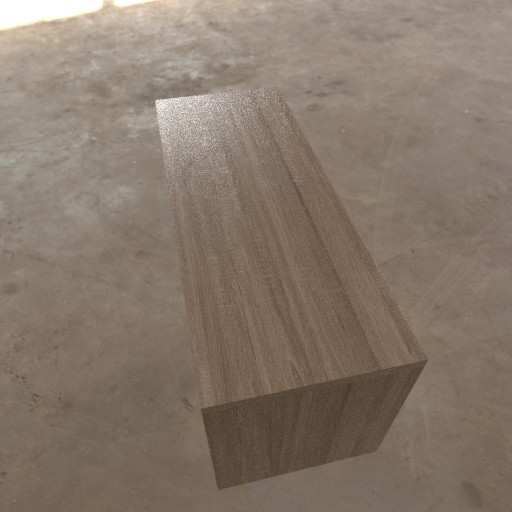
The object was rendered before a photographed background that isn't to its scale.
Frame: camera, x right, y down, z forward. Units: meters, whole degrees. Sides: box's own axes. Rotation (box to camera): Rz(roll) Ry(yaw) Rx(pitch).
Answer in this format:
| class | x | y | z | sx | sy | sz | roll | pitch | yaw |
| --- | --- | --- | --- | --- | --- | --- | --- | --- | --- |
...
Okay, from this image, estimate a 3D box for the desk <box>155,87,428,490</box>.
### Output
| class | x | y | z | sx | sy | sz | roll | pitch | yaw |
| --- | --- | --- | --- | --- | --- | --- | --- | --- | --- |
| desk | 0.000 | 0.000 | 2.075 | 0.690 | 0.760 | 1.700 | -10 | 48 | -9 |
